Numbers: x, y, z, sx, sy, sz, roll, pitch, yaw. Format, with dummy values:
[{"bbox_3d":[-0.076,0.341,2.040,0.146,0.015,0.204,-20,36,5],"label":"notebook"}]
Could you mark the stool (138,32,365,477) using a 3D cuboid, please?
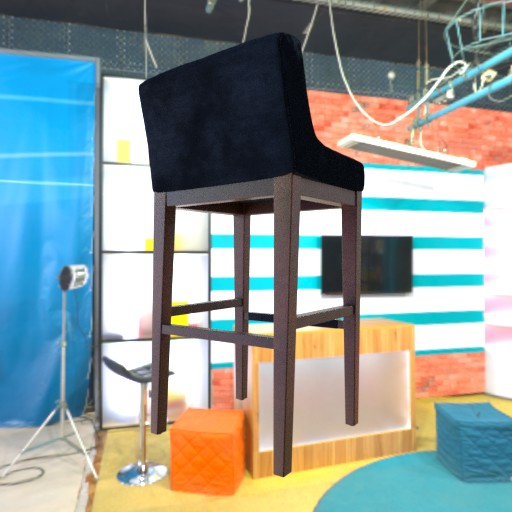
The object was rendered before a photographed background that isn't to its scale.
[{"bbox_3d":[0.000,0.000,1.323,0.511,1.037,0.500,-1,-1,36],"label":"stool"}]
